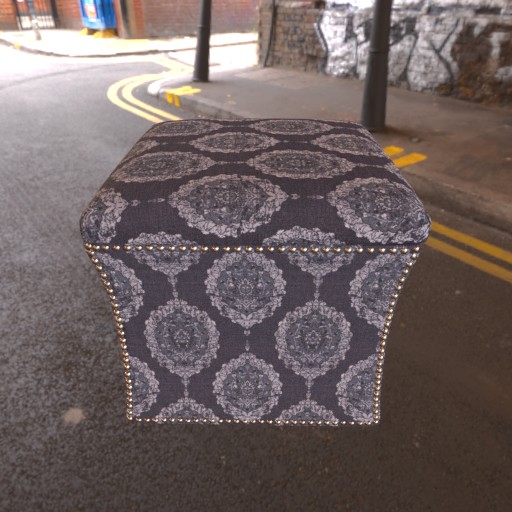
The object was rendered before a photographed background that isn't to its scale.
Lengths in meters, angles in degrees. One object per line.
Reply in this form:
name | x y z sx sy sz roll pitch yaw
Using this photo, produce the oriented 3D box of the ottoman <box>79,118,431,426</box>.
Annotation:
ottoman | 0.000 0.000 0.908 0.507 0.475 0.497 1 31 1
